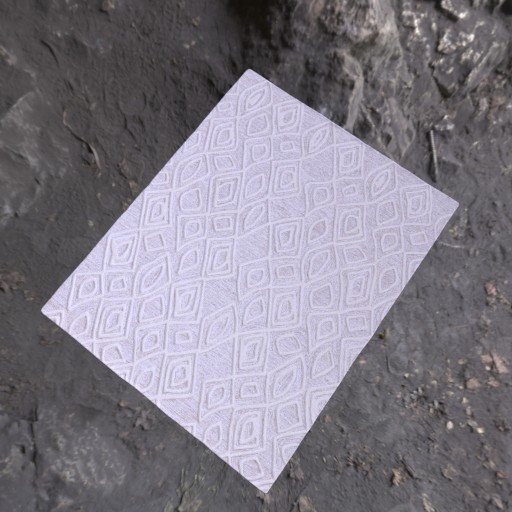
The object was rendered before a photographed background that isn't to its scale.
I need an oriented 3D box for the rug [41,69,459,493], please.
[{"bbox_3d":[0.000,0.000,3.981,2.449,0.025,3.049,36,78,8],"label":"rug"}]
